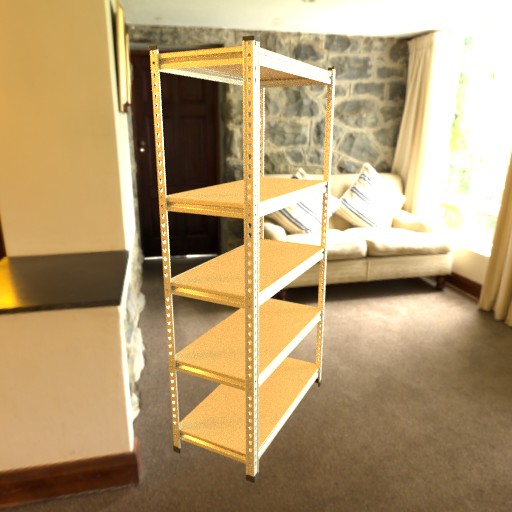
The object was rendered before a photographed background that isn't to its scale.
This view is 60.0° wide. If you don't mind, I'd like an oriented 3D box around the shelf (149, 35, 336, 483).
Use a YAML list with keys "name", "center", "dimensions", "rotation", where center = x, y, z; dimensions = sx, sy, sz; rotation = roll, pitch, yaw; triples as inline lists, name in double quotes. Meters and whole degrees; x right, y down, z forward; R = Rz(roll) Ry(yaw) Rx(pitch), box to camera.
- name: "shelf"
  center: [0.000, 0.000, 2.224]
  dimensions: [0.457, 1.829, 0.914]
  rotation: [8, 18, 26]
